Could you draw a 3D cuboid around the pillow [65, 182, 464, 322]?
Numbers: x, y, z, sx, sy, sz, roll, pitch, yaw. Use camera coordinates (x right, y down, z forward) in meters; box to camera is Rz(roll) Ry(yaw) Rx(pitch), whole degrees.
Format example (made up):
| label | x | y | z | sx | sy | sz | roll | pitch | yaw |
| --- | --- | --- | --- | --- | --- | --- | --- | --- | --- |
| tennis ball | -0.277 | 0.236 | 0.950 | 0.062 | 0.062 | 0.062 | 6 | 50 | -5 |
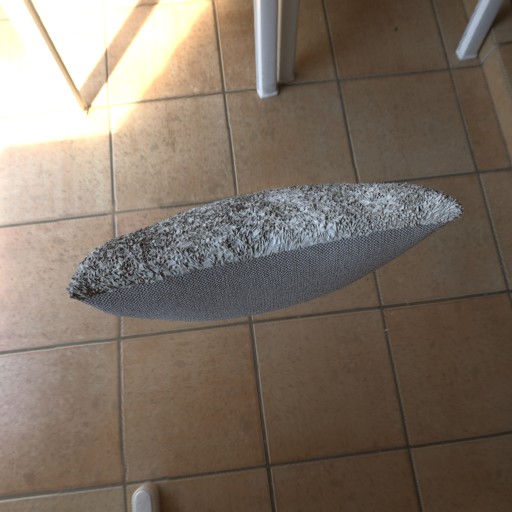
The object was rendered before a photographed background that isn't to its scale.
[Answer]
| label | x | y | z | sx | sy | sz | roll | pitch | yaw |
| --- | --- | --- | --- | --- | --- | --- | --- | --- | --- |
| pillow | 0.000 | 0.000 | 0.811 | 0.529 | 0.515 | 0.218 | -13 | 76 | -3 |
